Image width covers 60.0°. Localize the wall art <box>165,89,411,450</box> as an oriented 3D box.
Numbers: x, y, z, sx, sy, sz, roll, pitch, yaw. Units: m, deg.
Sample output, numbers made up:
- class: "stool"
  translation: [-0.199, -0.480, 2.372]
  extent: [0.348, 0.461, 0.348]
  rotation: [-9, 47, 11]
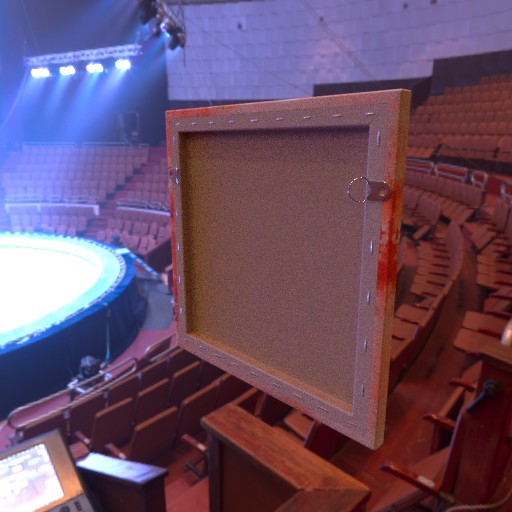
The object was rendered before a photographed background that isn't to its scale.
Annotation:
- class: "wall art"
  translation: [0.000, 0.000, 1.136]
  extent: [0.064, 0.746, 0.747]
  rotation: [-14, 19, -43]
